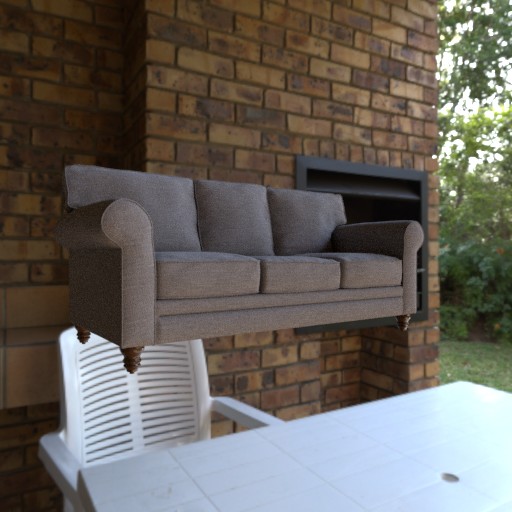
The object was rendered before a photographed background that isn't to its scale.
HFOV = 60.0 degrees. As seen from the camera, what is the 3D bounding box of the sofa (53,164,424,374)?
[{"bbox_3d":[0.000,0.000,2.625,2.084,0.961,0.916,0,0,-35],"label":"sofa"}]
